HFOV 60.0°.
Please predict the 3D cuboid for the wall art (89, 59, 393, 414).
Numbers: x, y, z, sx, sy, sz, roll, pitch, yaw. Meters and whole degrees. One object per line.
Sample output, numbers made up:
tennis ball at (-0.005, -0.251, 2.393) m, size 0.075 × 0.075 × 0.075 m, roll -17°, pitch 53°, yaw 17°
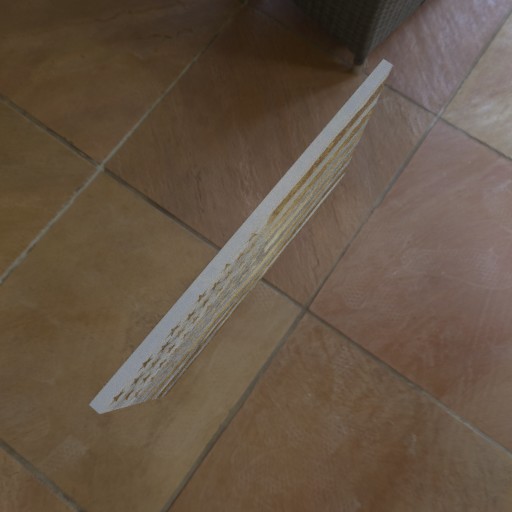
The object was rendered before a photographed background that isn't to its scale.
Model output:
wall art at (0.000, 0.000, 1.182) m, size 0.027 × 0.610 × 0.932 m, roll 38°, pitch 79°, yaw 9°
